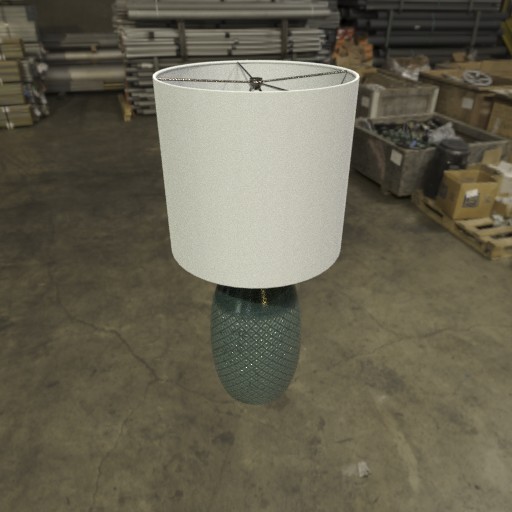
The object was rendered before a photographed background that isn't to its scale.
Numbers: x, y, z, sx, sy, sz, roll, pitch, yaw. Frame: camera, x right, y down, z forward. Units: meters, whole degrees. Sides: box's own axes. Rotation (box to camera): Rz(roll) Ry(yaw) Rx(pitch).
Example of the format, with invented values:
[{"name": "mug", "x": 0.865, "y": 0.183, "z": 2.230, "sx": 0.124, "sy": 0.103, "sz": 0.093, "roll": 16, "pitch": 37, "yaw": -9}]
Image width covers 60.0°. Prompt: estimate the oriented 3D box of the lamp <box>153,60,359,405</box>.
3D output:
[{"name": "lamp", "x": 0.000, "y": 0.000, "z": 0.587, "sx": 0.217, "sy": 0.453, "sz": 0.217, "roll": -8, "pitch": 31, "yaw": -13}]
